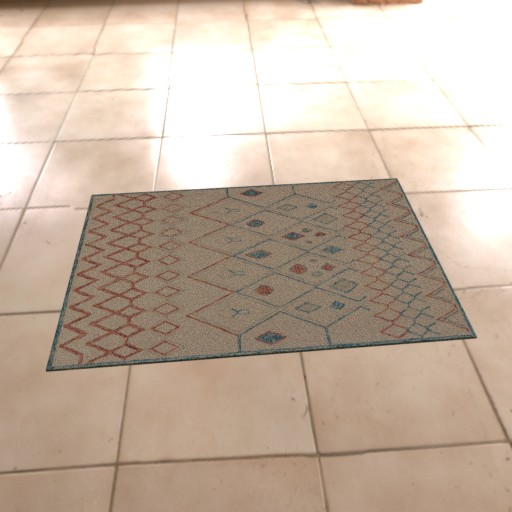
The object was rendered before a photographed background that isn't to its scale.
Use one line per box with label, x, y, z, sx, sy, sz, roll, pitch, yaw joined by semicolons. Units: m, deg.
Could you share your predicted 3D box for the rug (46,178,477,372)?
rug;0.000;0.000;3.008;2.438;0.015;1.524;-4;47;-3
